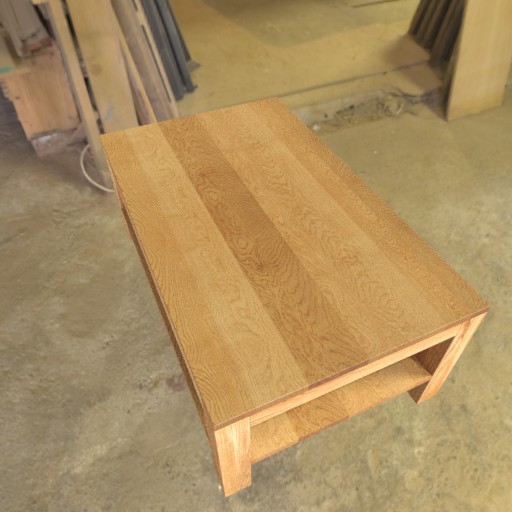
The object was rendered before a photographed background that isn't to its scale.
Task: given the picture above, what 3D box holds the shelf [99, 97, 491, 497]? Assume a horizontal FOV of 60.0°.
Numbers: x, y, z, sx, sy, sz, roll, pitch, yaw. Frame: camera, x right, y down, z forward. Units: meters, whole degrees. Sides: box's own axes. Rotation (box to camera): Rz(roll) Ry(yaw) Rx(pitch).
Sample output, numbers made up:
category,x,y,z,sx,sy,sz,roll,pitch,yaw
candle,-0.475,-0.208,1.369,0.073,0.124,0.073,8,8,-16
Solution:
category,x,y,z,sx,sy,sz,roll,pitch,yaw
shelf,0.000,0.000,1.471,0.700,0.450,1.150,-18,49,-17
